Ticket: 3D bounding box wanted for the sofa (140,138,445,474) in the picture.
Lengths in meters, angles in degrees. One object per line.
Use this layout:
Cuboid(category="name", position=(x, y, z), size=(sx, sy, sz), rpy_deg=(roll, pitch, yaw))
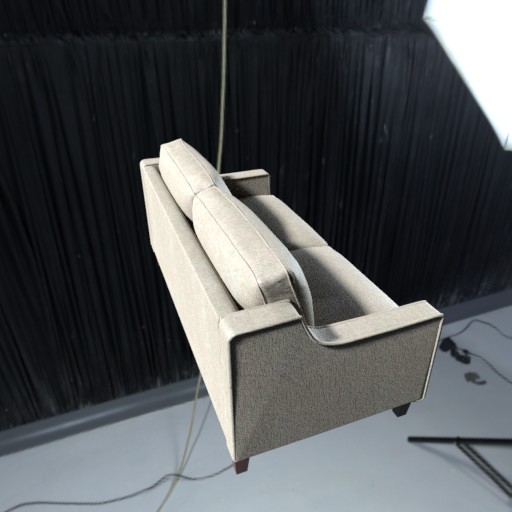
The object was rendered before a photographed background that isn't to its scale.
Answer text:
Cuboid(category="sofa", position=(0.000, 0.000, 2.809), size=(1.073, 1.074, 2.181), rpy_deg=(-11, 32, -18))
